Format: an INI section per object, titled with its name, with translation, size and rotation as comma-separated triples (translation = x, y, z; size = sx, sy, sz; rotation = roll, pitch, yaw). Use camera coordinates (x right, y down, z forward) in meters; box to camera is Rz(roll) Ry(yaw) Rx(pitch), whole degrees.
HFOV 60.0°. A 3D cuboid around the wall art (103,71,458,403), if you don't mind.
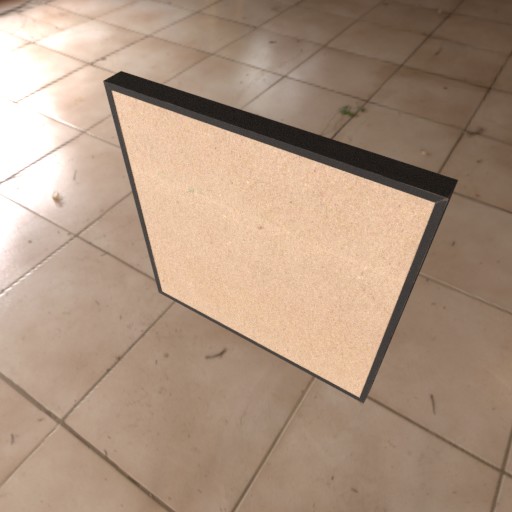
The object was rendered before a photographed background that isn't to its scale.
[wall art]
translation = 0.000, 0.000, 0.762
size = 0.508, 0.508, 0.038
rotation = 25, 52, 21
